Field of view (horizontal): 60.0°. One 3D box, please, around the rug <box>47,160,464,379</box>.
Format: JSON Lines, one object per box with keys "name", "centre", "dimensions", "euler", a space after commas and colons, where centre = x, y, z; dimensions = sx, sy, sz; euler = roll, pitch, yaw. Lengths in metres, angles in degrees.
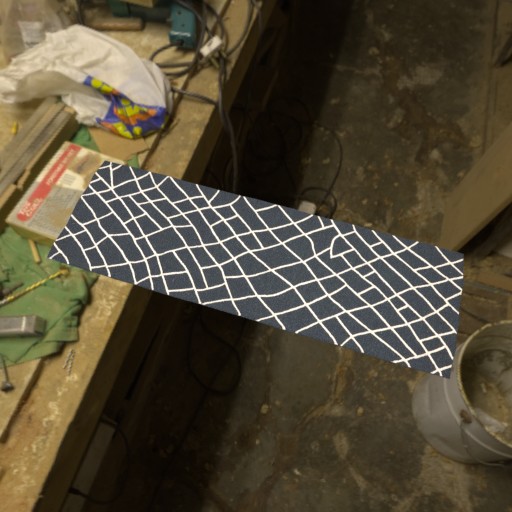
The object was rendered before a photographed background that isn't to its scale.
{"name": "rug", "centre": [0.000, 0.000, 2.731], "dimensions": [2.476, 0.010, 0.807], "euler": [16, 64, 8]}
